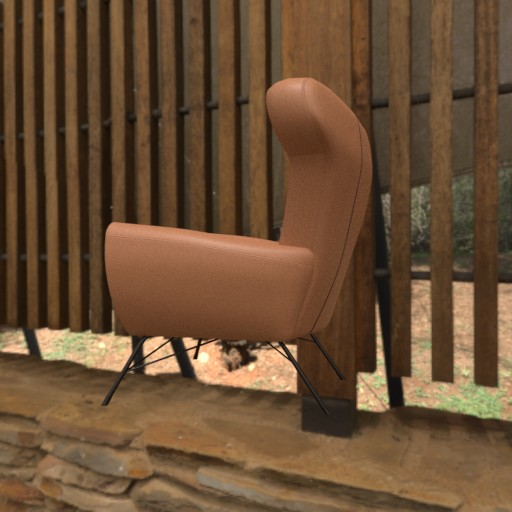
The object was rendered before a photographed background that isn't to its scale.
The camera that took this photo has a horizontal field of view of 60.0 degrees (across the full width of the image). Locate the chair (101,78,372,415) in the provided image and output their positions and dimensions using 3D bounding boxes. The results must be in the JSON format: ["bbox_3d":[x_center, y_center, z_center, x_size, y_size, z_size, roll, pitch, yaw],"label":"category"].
[{"bbox_3d":[0.000,0.000,1.783,0.900,1.050,0.980,0,0,18],"label":"chair"}]
